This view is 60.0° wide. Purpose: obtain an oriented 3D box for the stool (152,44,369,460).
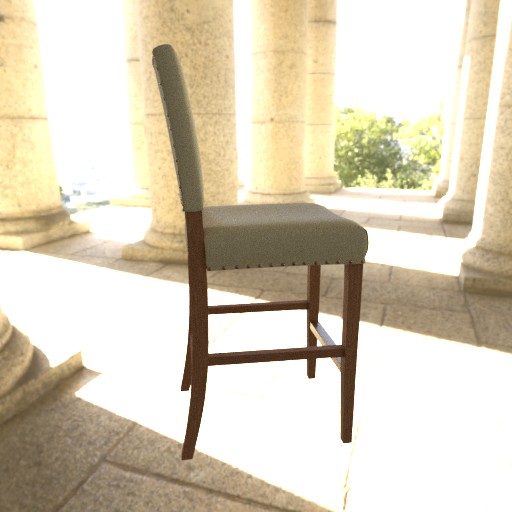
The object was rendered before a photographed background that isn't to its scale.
[{"bbox_3d":[0.000,0.000,1.436,0.584,1.168,0.445,-3,16,-9],"label":"stool"}]
